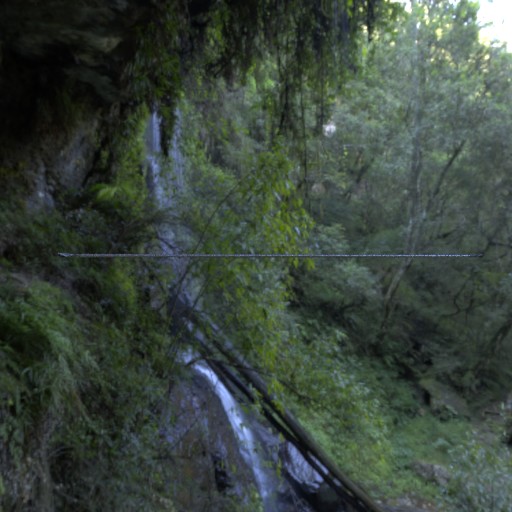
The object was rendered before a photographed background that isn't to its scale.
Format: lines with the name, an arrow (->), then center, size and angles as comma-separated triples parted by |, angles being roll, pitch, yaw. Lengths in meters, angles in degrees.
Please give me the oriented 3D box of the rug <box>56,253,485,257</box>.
rug -> 0.000, 0.000, 3.030 | 2.312, 0.017, 1.613 | 0, 0, -17
